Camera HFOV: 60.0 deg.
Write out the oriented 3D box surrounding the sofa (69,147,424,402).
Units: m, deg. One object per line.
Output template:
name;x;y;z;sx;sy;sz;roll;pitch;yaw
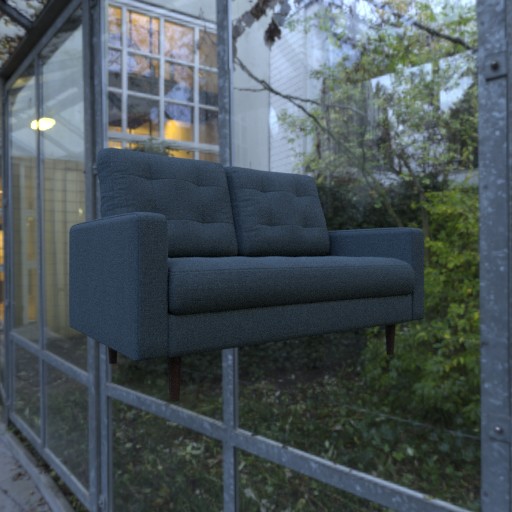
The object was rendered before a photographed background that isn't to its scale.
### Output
sofa;0.000;0.000;1.974;1.407;0.907;0.842;0;0;-36
